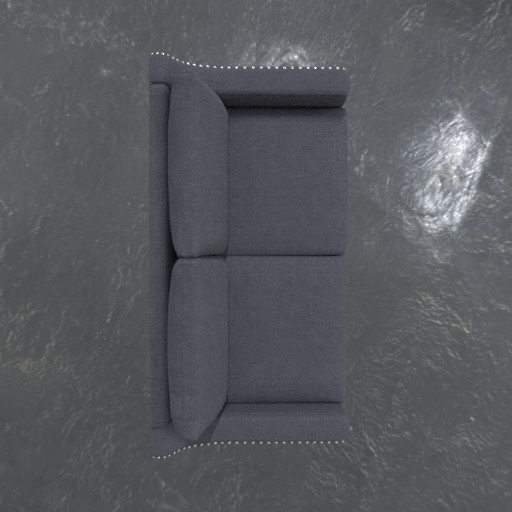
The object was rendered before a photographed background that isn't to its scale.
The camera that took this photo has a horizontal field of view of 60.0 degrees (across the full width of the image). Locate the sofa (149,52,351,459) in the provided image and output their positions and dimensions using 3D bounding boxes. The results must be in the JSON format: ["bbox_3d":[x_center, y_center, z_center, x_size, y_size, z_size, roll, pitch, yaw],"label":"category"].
[{"bbox_3d":[0.000,0.000,3.169,1.336,1.196,2.550,0,91,0],"label":"sofa"}]
